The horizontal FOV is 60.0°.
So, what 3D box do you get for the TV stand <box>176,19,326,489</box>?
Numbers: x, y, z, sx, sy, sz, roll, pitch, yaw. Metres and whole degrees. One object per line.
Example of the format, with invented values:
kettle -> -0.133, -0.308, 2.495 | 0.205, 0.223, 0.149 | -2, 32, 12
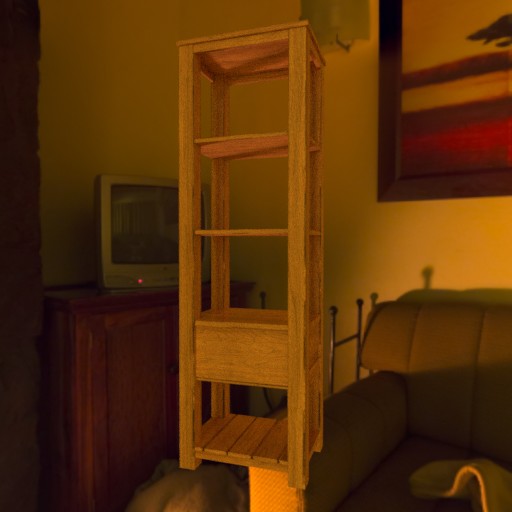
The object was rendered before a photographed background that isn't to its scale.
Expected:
TV stand -> 0.000, 0.000, 2.010 | 0.565, 1.828, 0.435 | 0, 1, 18
